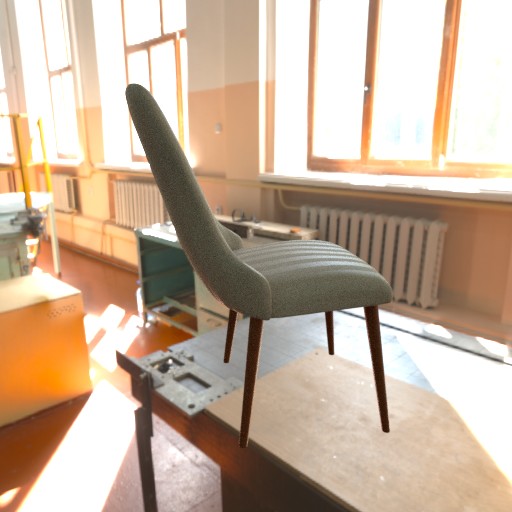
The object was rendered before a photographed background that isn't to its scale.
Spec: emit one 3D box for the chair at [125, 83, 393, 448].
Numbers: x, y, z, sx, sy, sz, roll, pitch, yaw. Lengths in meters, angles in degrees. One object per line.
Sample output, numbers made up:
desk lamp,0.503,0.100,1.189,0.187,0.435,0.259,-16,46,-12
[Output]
chair,0.000,0.000,1.309,0.684,0.917,0.526,-2,14,-9
